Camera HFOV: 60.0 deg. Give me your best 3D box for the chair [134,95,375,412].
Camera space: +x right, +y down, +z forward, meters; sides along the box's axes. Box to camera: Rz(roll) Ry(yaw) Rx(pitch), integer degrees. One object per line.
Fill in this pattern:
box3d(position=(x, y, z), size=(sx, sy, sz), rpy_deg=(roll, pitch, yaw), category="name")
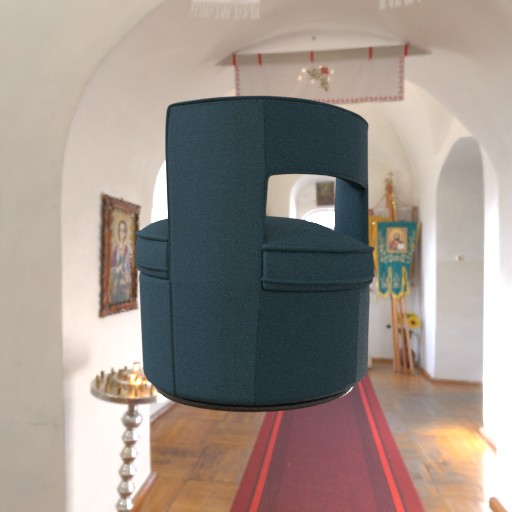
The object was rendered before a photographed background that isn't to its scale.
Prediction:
box3d(position=(0.000, 0.000, 1.284), size=(0.684, 0.711, 0.660), rpy_deg=(0, 0, -37), category="chair")
